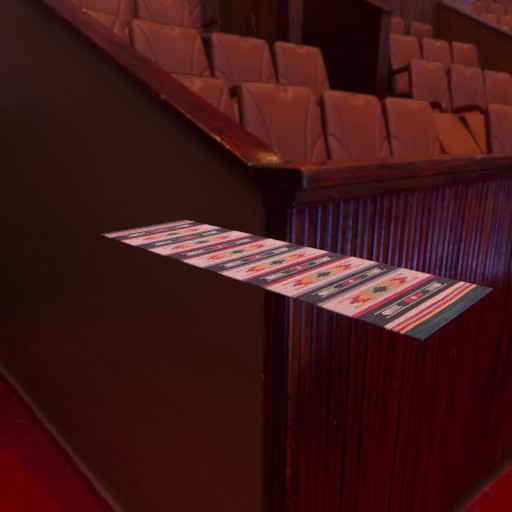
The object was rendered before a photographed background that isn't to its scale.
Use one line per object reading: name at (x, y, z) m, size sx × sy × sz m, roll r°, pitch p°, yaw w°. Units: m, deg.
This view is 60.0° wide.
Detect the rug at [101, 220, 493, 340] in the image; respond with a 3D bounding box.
rug at (0.000, 0.000, 2.687) m, size 2.440 × 0.009 × 0.760 m, roll 15°, pitch 22°, yaw 42°
